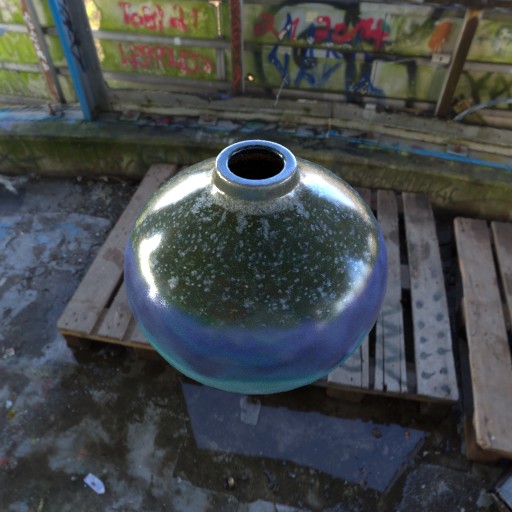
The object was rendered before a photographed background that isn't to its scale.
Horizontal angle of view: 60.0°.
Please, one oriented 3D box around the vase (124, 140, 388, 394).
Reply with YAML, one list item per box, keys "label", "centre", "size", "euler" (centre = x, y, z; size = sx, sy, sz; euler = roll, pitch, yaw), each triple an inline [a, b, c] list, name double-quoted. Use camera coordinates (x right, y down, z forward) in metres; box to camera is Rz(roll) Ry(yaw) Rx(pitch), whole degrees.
- label: "vase"
  centre: [0.000, 0.000, 0.262]
  size: [0.154, 0.133, 0.154]
  euler: [0, 47, 0]
